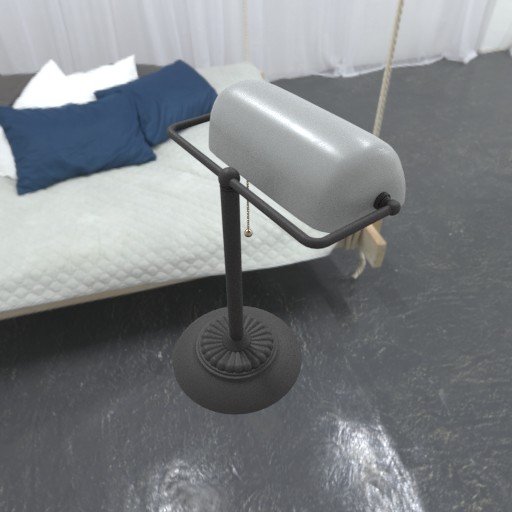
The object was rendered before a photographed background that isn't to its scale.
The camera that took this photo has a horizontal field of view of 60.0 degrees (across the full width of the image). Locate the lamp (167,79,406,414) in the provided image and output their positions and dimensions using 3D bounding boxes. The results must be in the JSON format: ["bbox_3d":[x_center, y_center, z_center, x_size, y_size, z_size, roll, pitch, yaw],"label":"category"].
[{"bbox_3d":[0.000,0.000,0.521,0.243,0.339,0.264,-26,48,-26],"label":"lamp"}]
